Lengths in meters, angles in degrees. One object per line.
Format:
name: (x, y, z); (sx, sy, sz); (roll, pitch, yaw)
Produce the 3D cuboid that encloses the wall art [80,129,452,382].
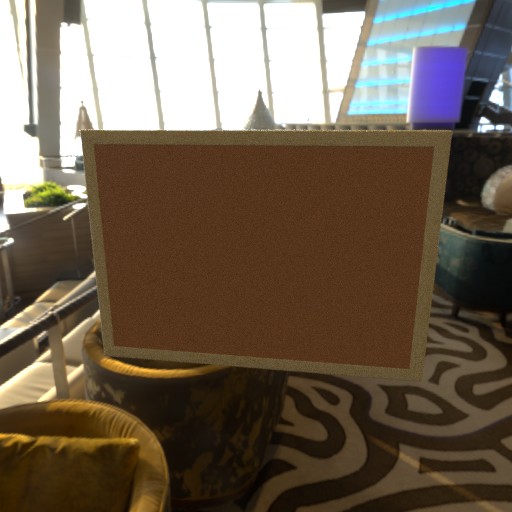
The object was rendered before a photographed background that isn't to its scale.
wall art: (0.000, 0.000, 0.697); (0.533, 0.381, 0.032); (3, 17, 8)
